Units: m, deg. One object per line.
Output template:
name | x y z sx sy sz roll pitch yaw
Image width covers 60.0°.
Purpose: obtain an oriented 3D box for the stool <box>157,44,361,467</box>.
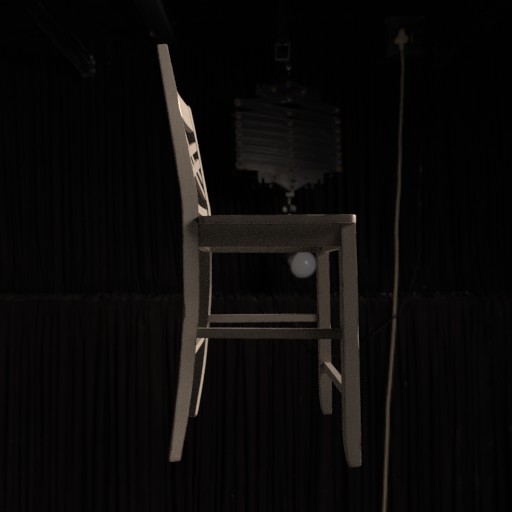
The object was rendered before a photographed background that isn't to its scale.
stool | 0.000 0.000 1.353 0.539 1.079 0.462 0 -2 -1
